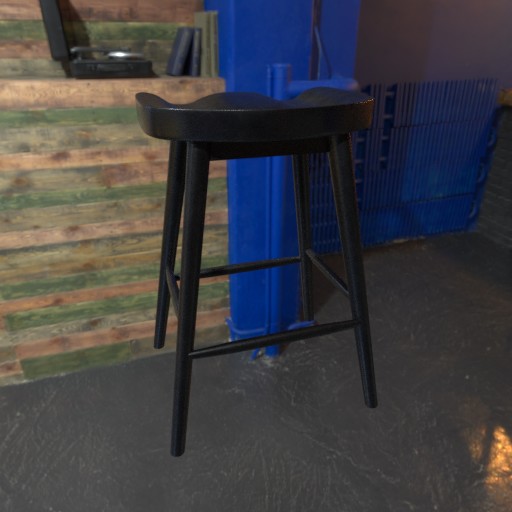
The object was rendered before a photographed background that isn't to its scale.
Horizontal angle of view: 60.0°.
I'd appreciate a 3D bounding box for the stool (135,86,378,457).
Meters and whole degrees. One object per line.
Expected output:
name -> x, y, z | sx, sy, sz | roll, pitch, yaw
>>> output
stool -> 0.000, 0.000, 0.902 | 0.440, 0.615, 0.361 | -8, 27, -15
